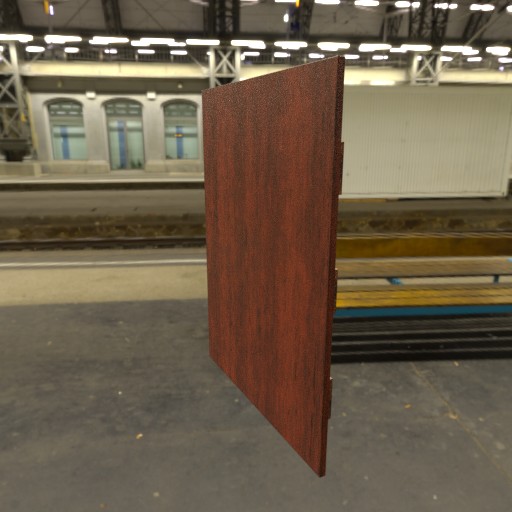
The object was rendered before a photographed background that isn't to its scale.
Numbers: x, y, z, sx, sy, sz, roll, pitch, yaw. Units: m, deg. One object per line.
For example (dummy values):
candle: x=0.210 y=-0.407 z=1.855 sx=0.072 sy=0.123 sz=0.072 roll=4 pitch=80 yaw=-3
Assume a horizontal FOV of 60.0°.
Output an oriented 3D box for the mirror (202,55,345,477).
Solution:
mirror: x=0.000 y=0.000 z=1.072 sx=0.021 sy=0.805 sz=0.600 roll=-8 pitch=17 yaw=-27
